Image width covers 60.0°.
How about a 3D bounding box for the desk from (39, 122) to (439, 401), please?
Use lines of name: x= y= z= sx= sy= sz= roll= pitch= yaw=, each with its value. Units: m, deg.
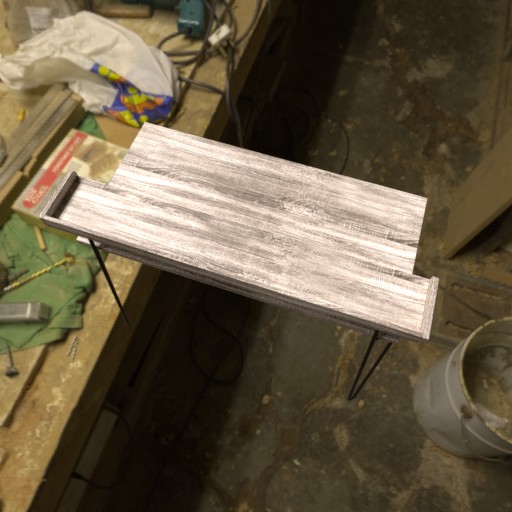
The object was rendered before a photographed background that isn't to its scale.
desk: x=0.000 y=0.000 z=1.614 sx=1.135 sy=0.899 sz=0.605 roll=17 pitch=65 yaw=8
